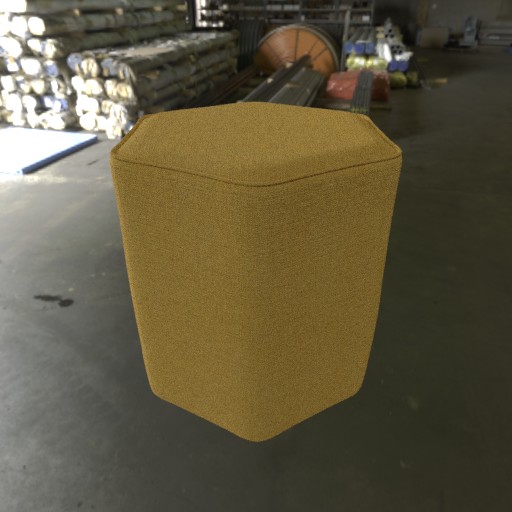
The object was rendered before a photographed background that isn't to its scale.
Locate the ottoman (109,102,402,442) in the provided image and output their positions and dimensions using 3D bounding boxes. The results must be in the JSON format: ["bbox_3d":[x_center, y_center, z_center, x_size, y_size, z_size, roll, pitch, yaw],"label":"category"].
[{"bbox_3d":[0.000,0.000,0.864,0.443,0.502,0.494,0,30,-1],"label":"ottoman"}]
